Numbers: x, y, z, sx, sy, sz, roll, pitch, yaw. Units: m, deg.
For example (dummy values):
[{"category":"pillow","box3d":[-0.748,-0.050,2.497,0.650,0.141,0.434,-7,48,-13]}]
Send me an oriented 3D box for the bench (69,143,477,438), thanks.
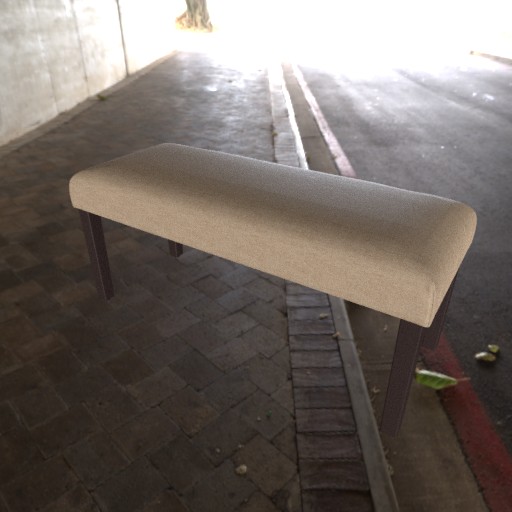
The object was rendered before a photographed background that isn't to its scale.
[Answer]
[{"category":"bench","box3d":[0.000,0.000,1.240,1.013,0.456,0.407,18,34,28]}]
